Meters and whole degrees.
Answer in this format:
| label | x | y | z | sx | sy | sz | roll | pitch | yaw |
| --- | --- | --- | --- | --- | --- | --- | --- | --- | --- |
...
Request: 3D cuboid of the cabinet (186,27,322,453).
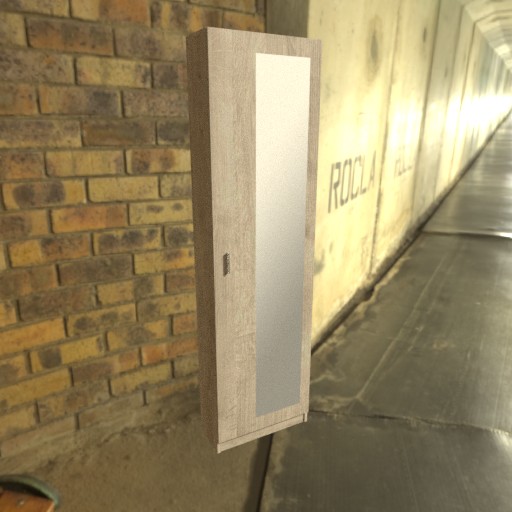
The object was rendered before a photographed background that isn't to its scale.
| label | x | y | z | sx | sy | sz | roll | pitch | yaw |
| --- | --- | --- | --- | --- | --- | --- | --- | --- | --- |
| cabinet | 0.000 | 0.000 | 1.995 | 0.500 | 1.790 | 0.230 | -8 | 18 | -27 |
